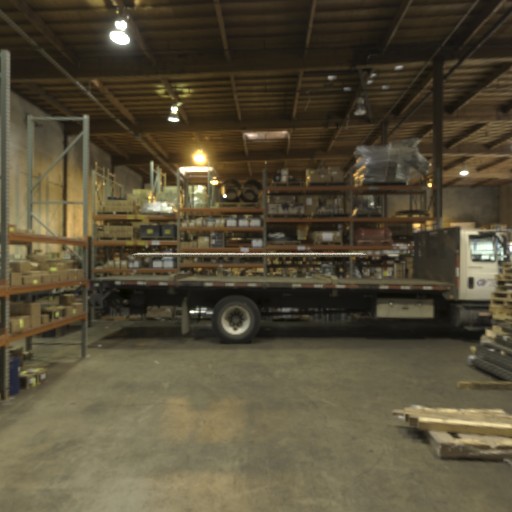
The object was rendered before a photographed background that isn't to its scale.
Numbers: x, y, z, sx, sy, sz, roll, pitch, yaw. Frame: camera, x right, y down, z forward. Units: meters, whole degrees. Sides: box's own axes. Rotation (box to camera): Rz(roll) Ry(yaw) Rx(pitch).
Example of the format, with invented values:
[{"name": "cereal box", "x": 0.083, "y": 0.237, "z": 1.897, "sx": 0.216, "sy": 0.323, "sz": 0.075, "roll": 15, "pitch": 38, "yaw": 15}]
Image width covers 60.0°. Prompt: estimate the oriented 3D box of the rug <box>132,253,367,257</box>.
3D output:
[{"name": "rug", "x": 0.000, "y": 0.000, "z": 2.341, "sx": 0.662, "sy": 0.011, "sz": 2.196, "roll": 0, "pitch": 0, "yaw": 1}]
